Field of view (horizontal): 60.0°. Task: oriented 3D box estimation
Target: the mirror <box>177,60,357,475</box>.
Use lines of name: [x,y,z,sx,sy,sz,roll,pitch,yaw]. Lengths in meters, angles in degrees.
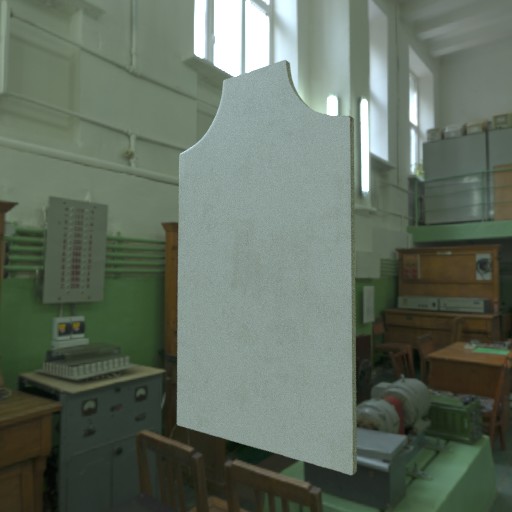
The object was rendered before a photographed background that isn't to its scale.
mirror: [0.000,0.000,0.853,0.403,0.717,0.022,-2,-3,36]
